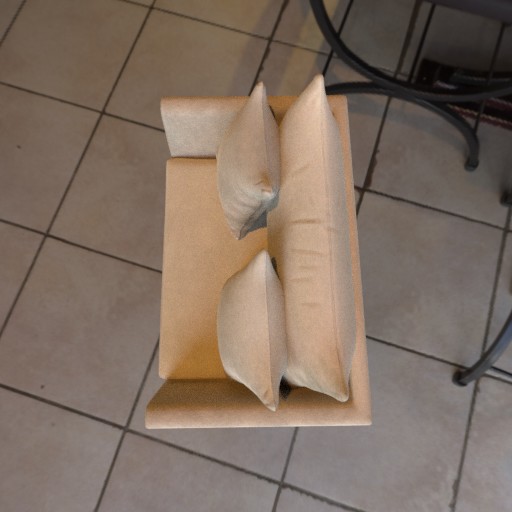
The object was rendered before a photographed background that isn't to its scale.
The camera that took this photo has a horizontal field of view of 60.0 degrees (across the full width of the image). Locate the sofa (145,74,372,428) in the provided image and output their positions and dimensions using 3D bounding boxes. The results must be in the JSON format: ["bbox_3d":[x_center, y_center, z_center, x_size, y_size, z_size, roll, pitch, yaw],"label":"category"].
[{"bbox_3d":[0.000,0.000,2.278,1.035,1.040,1.608,-1,75,0],"label":"sofa"}]
